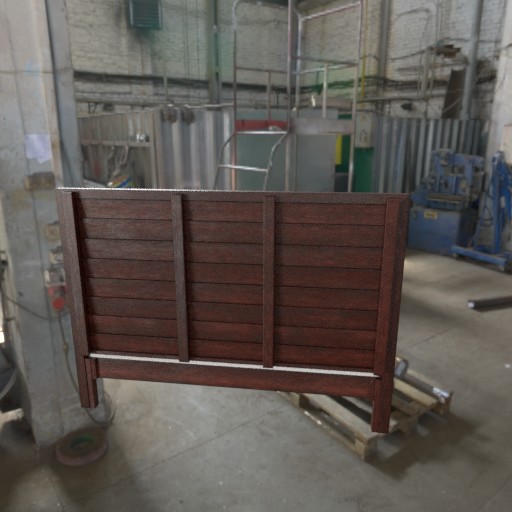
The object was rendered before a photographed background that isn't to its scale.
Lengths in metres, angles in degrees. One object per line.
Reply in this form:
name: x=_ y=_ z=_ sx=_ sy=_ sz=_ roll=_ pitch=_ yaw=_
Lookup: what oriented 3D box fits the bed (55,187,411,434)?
bed: x=0.000 y=0.000 z=3.997 sx=2.040 sy=1.492 sz=2.803 roll=2 pitch=15 yaw=8
